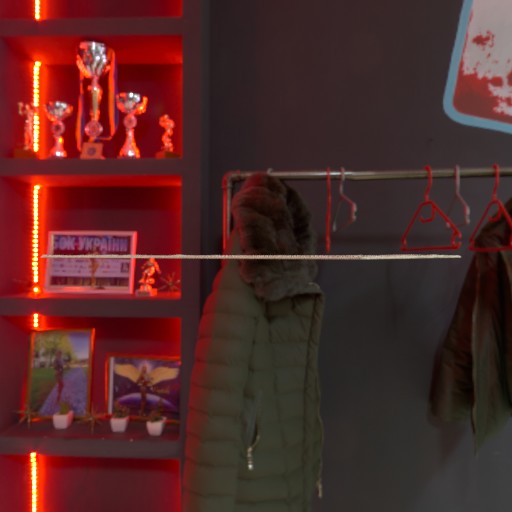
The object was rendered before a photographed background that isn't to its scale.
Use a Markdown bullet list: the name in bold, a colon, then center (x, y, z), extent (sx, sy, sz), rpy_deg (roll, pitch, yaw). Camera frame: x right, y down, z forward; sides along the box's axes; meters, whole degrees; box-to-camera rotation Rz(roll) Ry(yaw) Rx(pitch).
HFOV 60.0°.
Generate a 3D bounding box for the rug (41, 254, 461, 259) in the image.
- **rug**: center (0.000, 0.000, 4.102), extent (3.052, 0.030, 2.429), rpy_deg (0, 0, 36)
